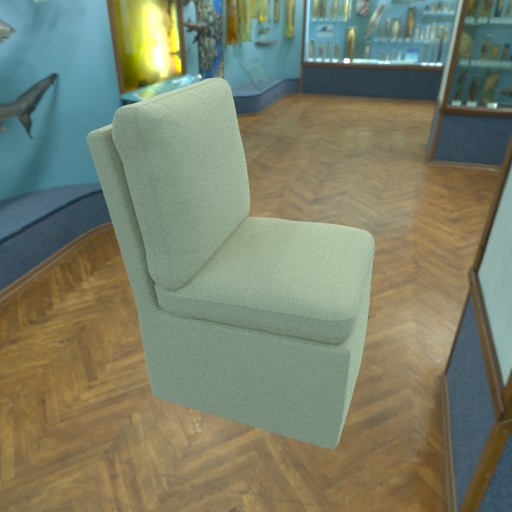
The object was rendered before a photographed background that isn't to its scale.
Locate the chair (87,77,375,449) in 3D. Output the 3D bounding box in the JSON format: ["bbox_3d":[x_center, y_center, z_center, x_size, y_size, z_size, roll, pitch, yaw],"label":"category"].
[{"bbox_3d":[0.000,0.000,1.330,0.698,0.927,0.503,10,31,17],"label":"chair"}]
